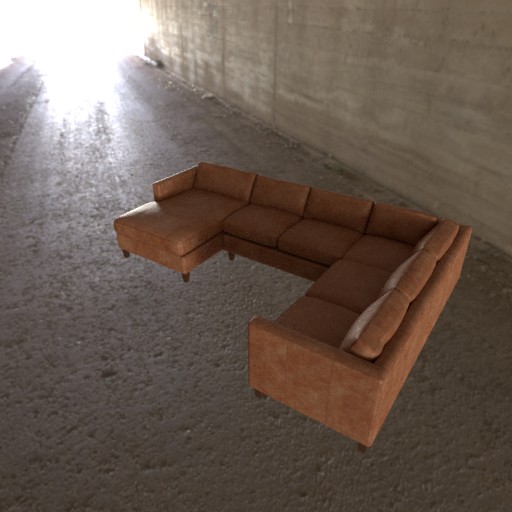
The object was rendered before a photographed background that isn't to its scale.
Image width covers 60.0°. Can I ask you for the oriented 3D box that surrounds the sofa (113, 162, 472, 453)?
[{"bbox_3d":[0.000,0.000,4.370,3.401,0.832,2.430,19,35,29],"label":"sofa"}]
